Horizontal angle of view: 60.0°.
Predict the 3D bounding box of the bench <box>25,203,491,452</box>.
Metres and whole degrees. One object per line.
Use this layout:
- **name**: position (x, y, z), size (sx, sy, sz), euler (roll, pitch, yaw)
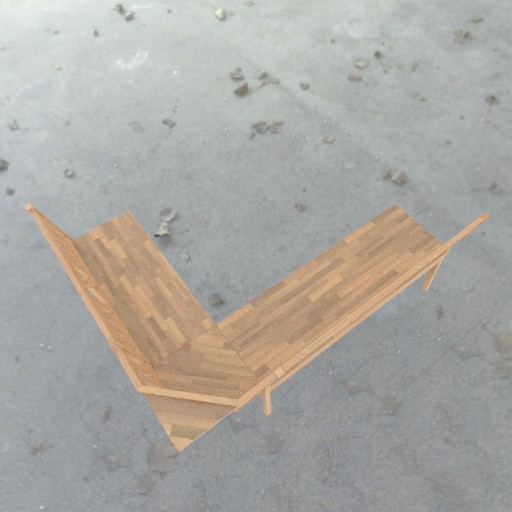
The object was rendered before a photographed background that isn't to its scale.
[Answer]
- **bench**: position (0.000, 0.000, 2.725), size (1.937, 0.902, 1.537), euler (-32, 63, -19)
